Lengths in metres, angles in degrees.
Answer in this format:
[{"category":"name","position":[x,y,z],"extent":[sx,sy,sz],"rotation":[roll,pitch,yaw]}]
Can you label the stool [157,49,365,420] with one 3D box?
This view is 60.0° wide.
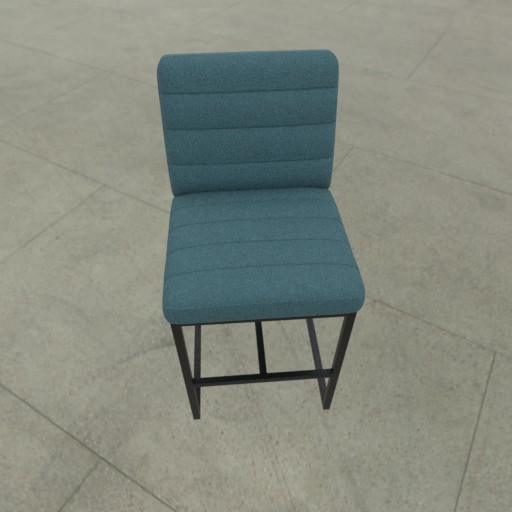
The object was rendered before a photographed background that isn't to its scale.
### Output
[{"category":"stool","position":[0.000,0.000,1.258],"extent":[0.460,0.940,0.560],"rotation":[-3,46,-3]}]
